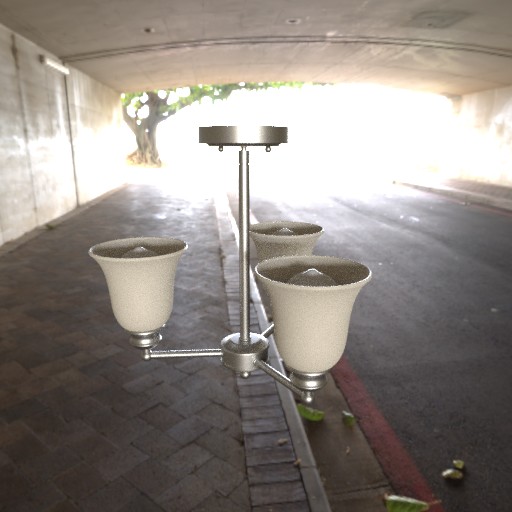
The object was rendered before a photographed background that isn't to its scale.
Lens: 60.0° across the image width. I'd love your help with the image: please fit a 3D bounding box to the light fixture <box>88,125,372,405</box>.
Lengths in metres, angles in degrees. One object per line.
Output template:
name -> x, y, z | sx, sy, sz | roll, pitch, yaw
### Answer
light fixture -> 0.000, 0.000, 0.665 | 0.388, 0.370, 0.354 | 7, 16, 26
